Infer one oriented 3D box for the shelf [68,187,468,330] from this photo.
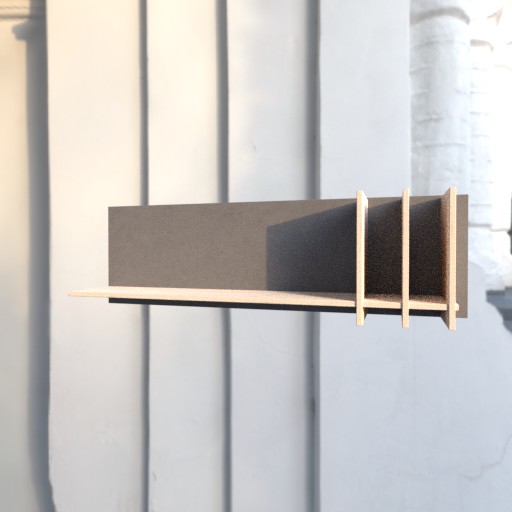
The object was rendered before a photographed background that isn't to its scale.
[{"bbox_3d":[0.000,0.000,1.142,1.020,0.300,0.200,0,1,18],"label":"shelf"}]
